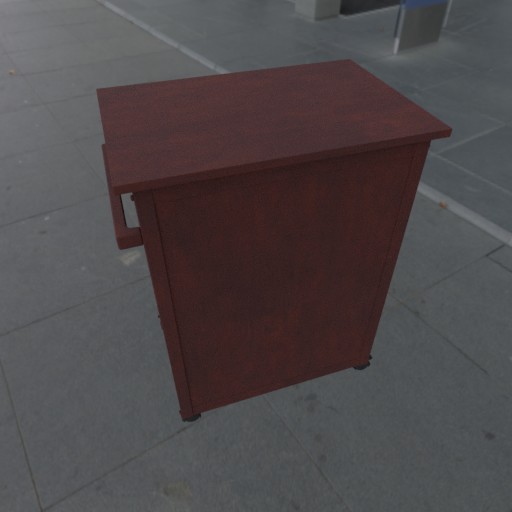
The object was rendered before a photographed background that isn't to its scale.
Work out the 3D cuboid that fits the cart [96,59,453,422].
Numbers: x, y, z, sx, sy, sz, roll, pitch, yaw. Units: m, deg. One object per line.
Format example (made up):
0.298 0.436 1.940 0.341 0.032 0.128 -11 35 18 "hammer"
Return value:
0.000 0.000 1.251 0.683 0.864 0.442 -13 43 -14 "cart"
